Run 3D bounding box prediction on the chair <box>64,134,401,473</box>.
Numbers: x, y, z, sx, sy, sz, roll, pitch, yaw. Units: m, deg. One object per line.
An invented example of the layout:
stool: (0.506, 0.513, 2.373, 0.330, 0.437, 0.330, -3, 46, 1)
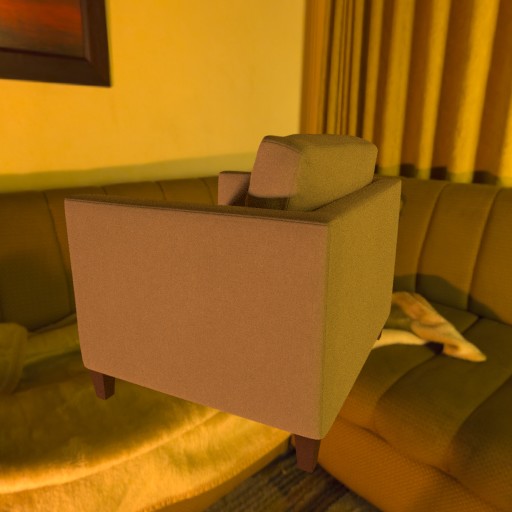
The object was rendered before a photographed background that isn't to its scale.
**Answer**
chair: (0.000, 0.000, 1.797, 0.959, 0.961, 1.107, 8, 18, 25)
